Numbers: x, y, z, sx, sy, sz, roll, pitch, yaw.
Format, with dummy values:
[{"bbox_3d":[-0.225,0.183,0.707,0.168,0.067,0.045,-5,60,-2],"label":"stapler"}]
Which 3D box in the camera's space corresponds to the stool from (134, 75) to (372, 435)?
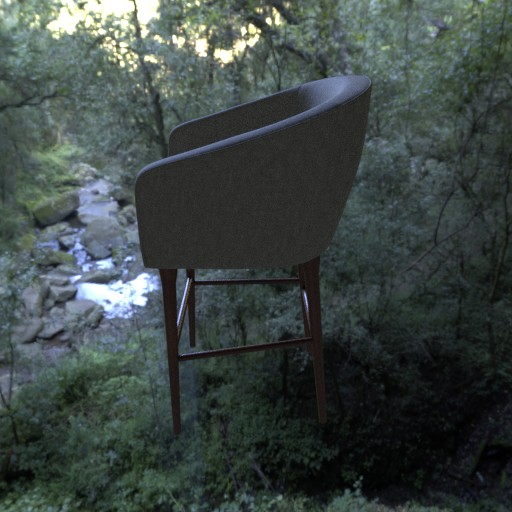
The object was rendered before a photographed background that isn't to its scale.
[{"bbox_3d":[0.000,0.000,1.431,0.607,1.078,0.559,0,27,-1],"label":"stool"}]
